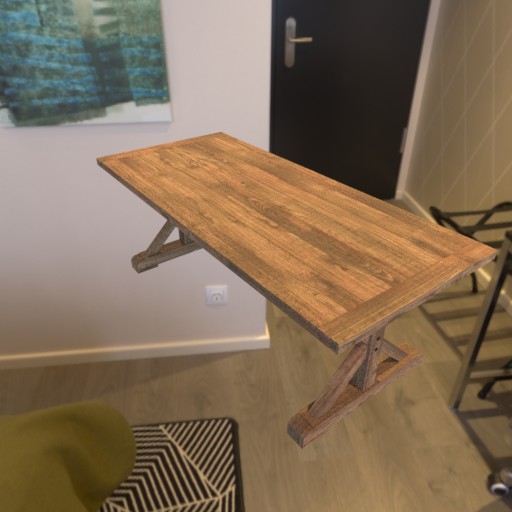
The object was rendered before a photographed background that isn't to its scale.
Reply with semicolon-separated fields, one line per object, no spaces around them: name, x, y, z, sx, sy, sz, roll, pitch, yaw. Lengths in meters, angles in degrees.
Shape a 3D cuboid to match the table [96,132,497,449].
table;0.000;0.000;2.435;0.907;0.733;2.031;-22;38;-31
